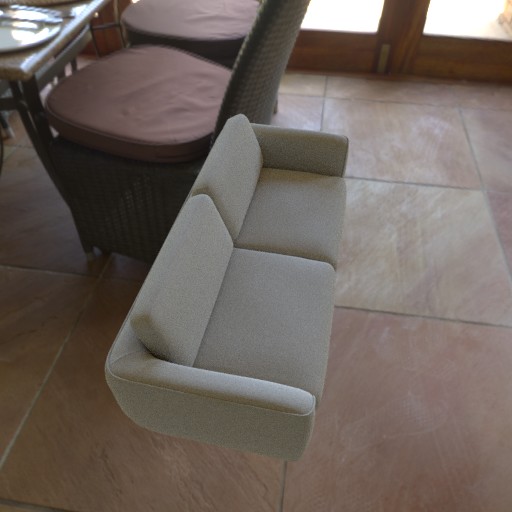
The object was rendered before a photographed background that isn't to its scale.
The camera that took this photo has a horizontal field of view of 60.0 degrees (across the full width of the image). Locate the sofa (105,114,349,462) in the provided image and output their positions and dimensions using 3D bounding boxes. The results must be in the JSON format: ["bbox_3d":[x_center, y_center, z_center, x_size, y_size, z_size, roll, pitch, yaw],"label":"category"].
[{"bbox_3d":[0.000,0.000,2.470,0.920,0.850,2.000,9,47,8],"label":"sofa"}]
